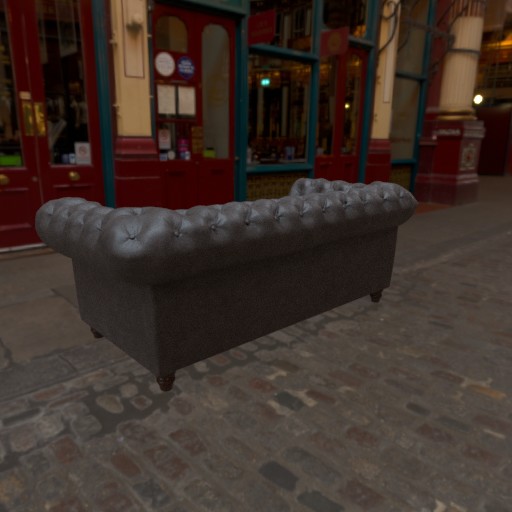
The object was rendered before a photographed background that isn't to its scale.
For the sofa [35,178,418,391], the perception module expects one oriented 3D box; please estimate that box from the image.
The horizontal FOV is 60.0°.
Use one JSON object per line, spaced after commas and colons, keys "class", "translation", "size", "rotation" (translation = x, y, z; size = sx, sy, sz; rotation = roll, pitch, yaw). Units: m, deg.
{"class": "sofa", "translation": [0.000, 0.000, 2.516], "size": [2.048, 0.779, 0.944], "rotation": [-13, 20, -40]}
